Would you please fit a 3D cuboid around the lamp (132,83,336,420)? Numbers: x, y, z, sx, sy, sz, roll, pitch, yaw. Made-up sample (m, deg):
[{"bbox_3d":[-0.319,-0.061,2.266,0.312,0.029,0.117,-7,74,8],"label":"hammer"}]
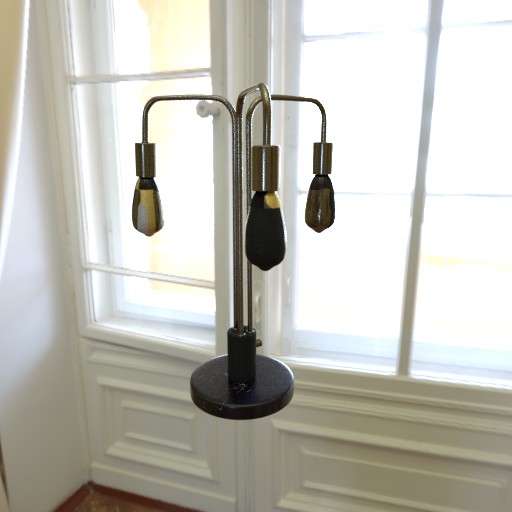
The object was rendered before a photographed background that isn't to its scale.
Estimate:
[{"bbox_3d":[0.000,0.000,0.802,0.368,0.560,0.355,-8,16,-27],"label":"lamp"}]
